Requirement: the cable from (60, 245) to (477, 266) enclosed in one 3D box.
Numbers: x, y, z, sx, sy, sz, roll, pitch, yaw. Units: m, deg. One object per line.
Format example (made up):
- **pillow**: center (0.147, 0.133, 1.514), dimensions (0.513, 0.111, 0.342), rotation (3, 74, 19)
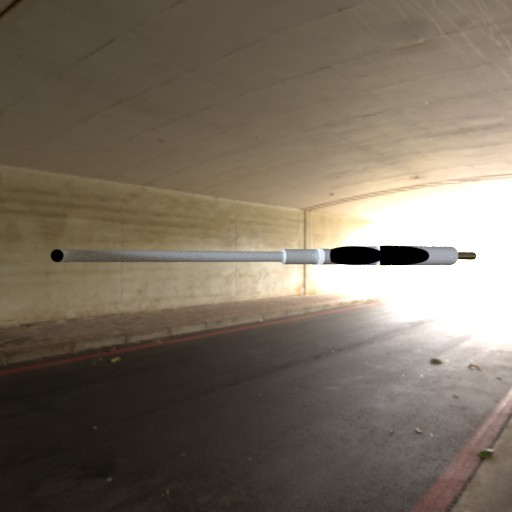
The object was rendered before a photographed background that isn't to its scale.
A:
- **cable**: center (0.000, 0.000, 0.108), dimensions (0.098, 0.005, 0.041), rotation (0, -1, -19)
